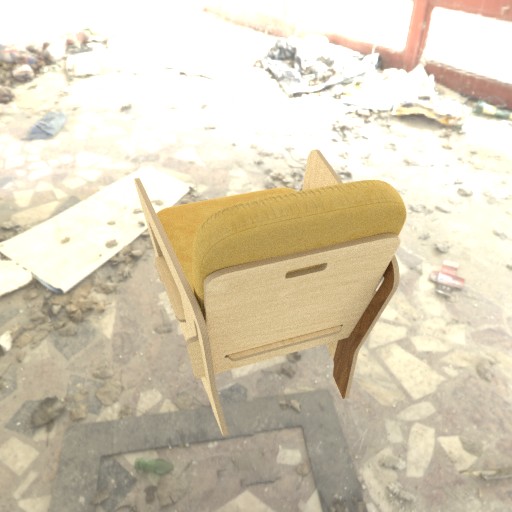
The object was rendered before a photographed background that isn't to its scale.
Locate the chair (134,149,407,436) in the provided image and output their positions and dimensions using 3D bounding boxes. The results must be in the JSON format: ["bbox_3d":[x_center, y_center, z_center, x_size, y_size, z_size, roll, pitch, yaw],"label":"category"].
[{"bbox_3d":[0.000,0.000,1.305,0.590,0.800,0.710,-12,42,-14],"label":"chair"}]
